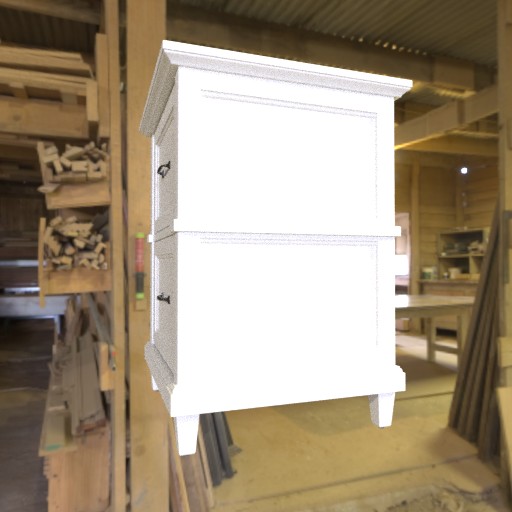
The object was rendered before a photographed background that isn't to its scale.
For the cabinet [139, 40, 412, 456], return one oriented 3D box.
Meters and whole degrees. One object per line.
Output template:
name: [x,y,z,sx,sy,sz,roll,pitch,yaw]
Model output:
cabinet: [0.000,0.000,1.144,0.547,0.775,0.544,0,-1,-19]
